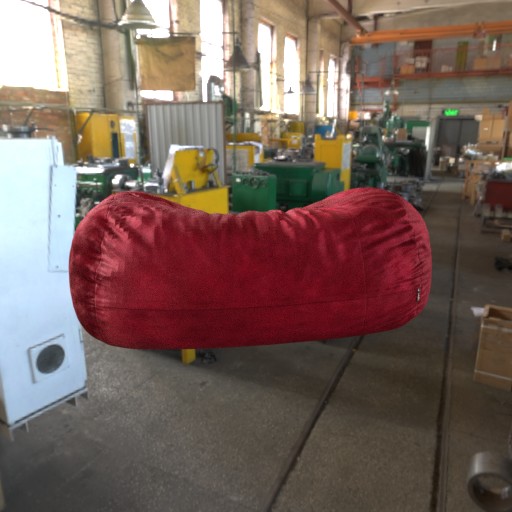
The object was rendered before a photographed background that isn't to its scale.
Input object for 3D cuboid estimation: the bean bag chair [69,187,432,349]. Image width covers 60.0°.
[{"bbox_3d":[0.000,0.000,2.882,2.293,0.867,1.216,-2,16,-9],"label":"bean bag chair"}]
